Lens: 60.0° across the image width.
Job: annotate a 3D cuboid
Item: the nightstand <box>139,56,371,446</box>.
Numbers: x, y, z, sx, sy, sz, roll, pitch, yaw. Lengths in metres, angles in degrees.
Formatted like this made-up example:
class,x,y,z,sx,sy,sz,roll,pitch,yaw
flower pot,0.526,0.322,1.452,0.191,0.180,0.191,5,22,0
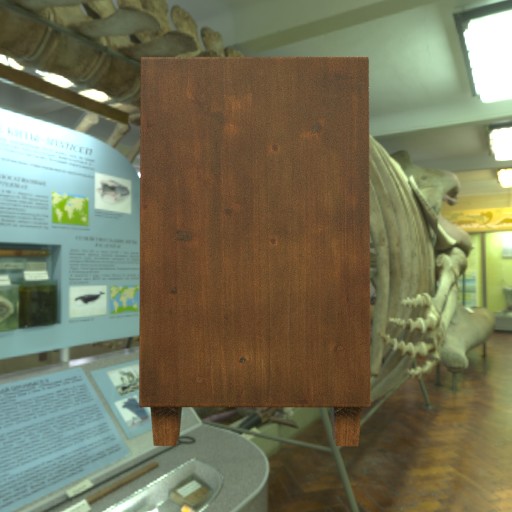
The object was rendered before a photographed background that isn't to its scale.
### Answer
class,x,y,z,sx,sy,sz,roll,pitch,yaw
nightstand,0.000,0.000,1.008,0.410,0.695,0.465,0,-1,0
